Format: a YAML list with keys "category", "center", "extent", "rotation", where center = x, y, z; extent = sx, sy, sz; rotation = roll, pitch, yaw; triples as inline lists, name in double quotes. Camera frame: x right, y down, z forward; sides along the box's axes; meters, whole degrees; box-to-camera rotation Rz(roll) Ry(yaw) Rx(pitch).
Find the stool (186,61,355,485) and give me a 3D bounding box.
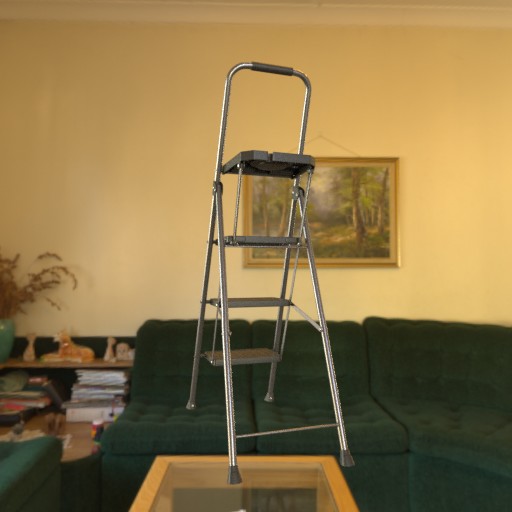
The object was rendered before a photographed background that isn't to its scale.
- category: "stool"
  center: [0.000, 0.000, 1.635]
  extent: [0.396, 1.277, 0.733]
  rotation: [1, -2, -18]
